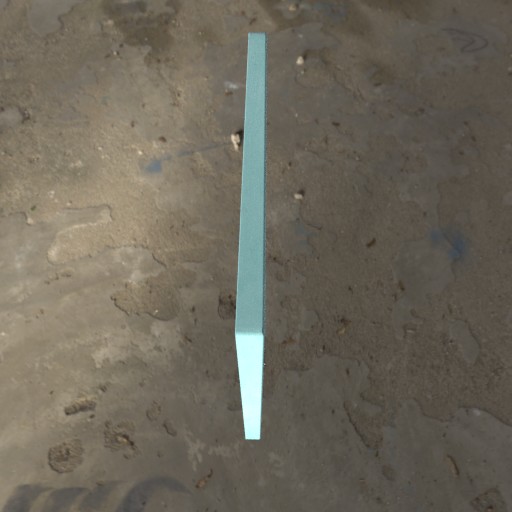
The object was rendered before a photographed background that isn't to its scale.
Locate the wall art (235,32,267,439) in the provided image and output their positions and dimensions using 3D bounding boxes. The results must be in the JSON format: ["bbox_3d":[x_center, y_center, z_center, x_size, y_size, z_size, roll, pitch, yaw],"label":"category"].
[{"bbox_3d":[0.000,0.000,1.626,0.070,1.073,1.071,1,57,0],"label":"wall art"}]
